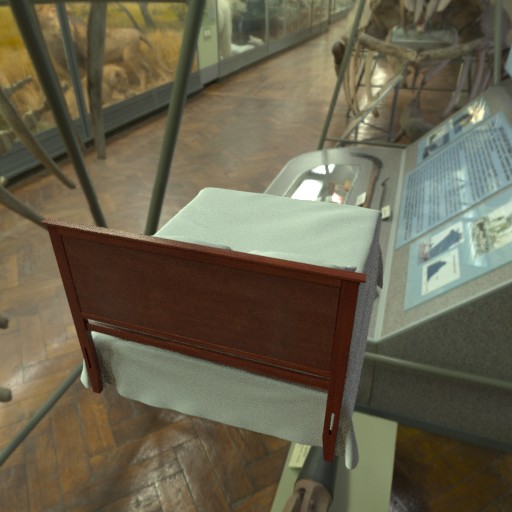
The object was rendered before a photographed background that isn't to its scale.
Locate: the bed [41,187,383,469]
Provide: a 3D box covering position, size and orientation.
[{"bbox_3d":[0.000,0.000,3.206,1.870,1.270,2.050,10,33,16],"label":"bed"}]
